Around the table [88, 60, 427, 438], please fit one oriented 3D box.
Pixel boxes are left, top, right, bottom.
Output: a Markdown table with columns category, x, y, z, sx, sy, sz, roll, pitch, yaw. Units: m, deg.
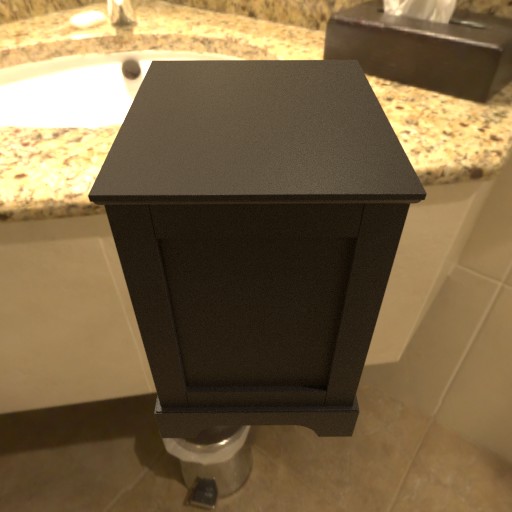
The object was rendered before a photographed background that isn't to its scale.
| category | x | y | z | sx | sy | sz | roll | pitch | yaw |
| --- | --- | --- | --- | --- | --- | --- | --- | --- | --- |
| table | 0.000 | 0.000 | 0.894 | 0.399 | 0.610 | 0.460 | 0 | 42 | 0 |
